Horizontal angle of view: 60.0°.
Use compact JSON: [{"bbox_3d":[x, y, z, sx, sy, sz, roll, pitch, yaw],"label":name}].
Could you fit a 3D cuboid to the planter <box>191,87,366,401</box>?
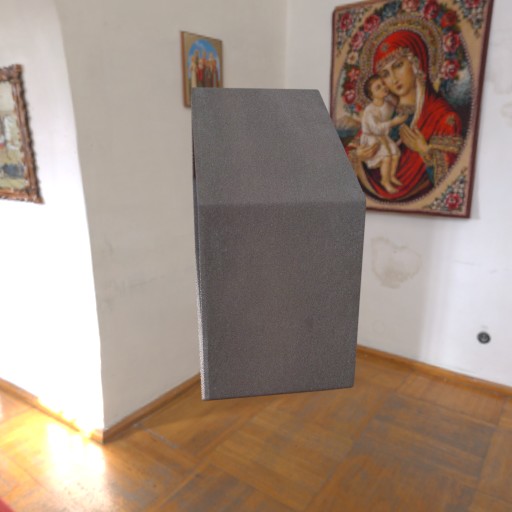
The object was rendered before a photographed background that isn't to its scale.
[{"bbox_3d":[0.000,0.000,0.290,0.077,0.206,0.169,-2,16,-8],"label":"planter"}]
